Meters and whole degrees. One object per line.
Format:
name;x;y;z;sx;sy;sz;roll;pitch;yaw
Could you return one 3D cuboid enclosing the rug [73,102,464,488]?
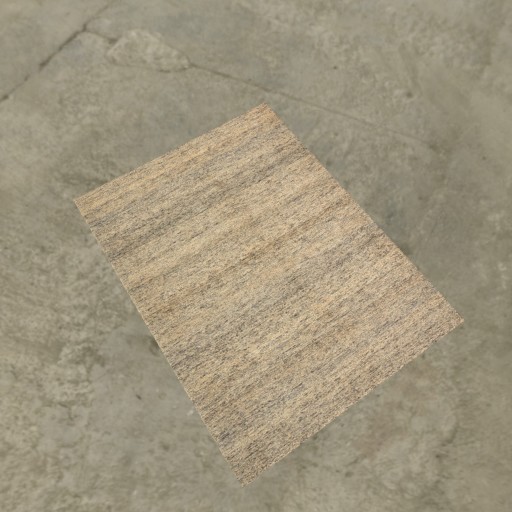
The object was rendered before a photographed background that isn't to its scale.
rug;0.000;0.000;4.311;2.414;0.036;3.199;-31;68;-14
